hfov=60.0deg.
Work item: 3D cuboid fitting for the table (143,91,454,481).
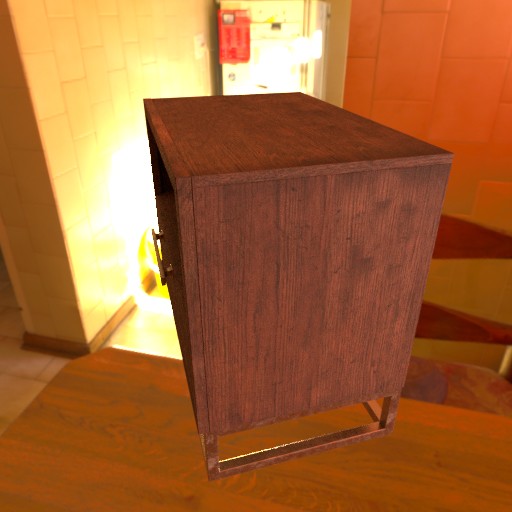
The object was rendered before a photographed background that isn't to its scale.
[{"bbox_3d":[0.000,0.000,1.240,0.542,0.746,0.767,-8,30,-14],"label":"table"}]
